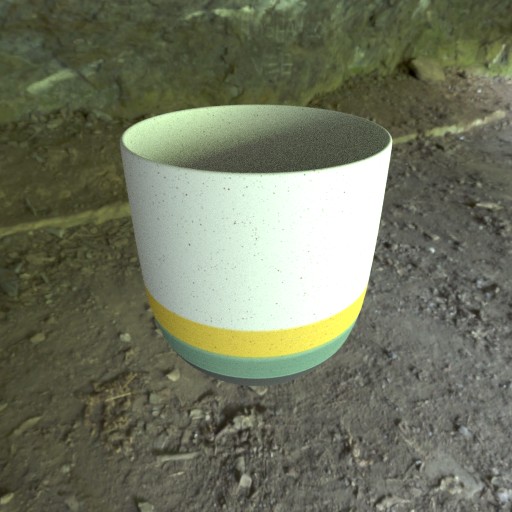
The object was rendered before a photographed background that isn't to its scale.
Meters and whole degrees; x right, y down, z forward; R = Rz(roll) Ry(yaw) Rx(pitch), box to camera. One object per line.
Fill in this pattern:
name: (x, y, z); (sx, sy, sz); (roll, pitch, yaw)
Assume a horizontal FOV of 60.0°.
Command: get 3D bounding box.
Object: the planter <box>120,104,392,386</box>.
planter: (0.000, 0.000, 0.380); (0.195, 0.214, 0.195); (0, 30, 0)
